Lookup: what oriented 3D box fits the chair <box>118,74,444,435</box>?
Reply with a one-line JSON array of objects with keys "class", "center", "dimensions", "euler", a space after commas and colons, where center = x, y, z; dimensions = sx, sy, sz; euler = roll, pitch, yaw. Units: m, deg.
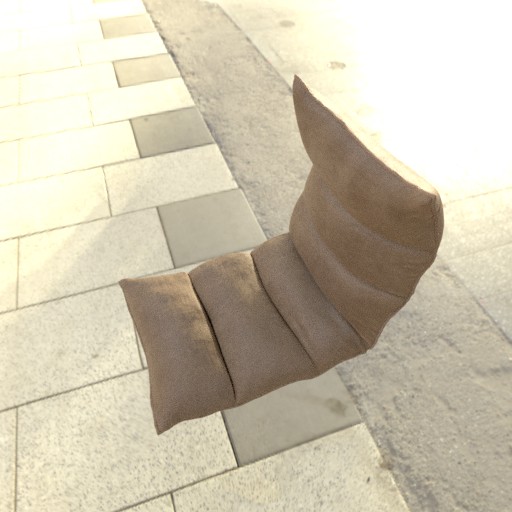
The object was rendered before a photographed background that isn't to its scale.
[{"class": "chair", "center": [0.000, 0.000, 1.546], "dimensions": [0.985, 0.892, 0.714], "euler": [-16, 50, -14]}]
